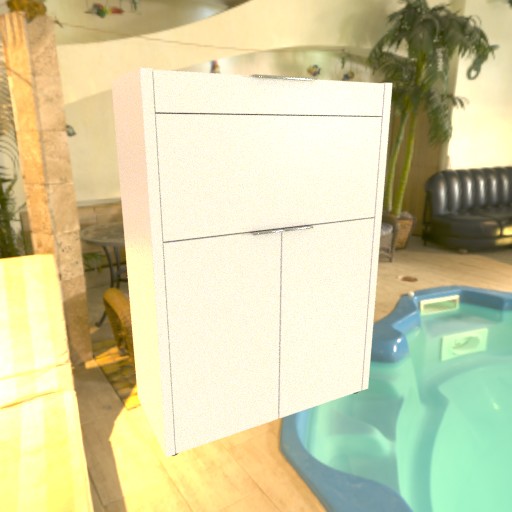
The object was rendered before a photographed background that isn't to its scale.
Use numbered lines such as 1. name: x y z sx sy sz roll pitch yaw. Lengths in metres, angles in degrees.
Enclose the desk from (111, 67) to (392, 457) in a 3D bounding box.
1. desk: 0.000 0.000 1.620 0.850 1.190 0.390 -8 18 -27
